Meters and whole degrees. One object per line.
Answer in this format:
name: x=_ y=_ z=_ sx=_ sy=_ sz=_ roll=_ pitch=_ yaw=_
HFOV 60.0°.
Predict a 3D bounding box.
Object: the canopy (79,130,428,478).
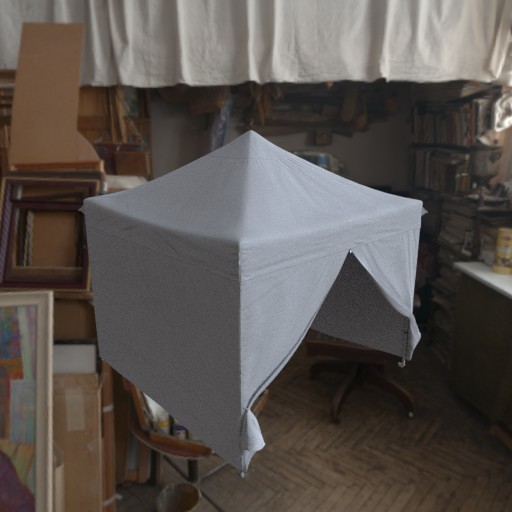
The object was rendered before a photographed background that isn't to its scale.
canopy: x=0.000 y=0.000 z=5.495 sx=3.043 sy=2.997 sz=3.121 roll=-15 pitch=22 yaw=-41
